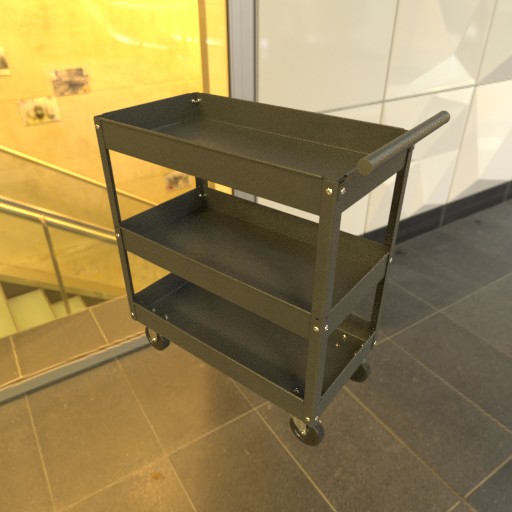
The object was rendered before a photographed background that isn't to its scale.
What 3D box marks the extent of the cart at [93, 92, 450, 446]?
[{"bbox_3d":[0.000,0.000,1.166,0.719,0.780,0.366,22,38,31],"label":"cart"}]
